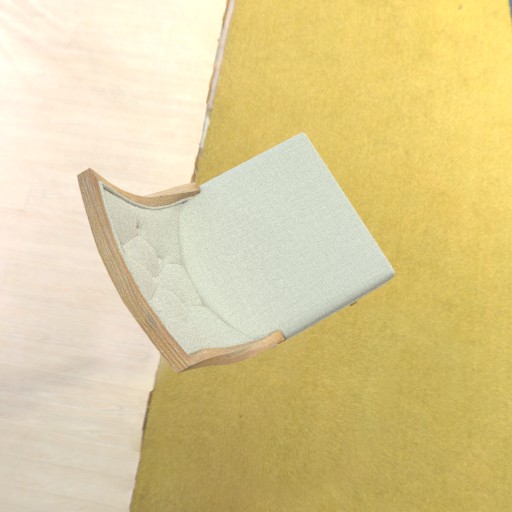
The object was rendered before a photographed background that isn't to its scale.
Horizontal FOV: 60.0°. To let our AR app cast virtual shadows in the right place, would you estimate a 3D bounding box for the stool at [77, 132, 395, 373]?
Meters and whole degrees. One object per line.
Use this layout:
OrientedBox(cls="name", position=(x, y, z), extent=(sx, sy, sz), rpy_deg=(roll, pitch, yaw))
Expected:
OrientedBox(cls="stool", position=(0.000, 0.000, 1.312), extent=(0.626, 0.938, 0.524), rpy_deg=(-29, 78, -7))
